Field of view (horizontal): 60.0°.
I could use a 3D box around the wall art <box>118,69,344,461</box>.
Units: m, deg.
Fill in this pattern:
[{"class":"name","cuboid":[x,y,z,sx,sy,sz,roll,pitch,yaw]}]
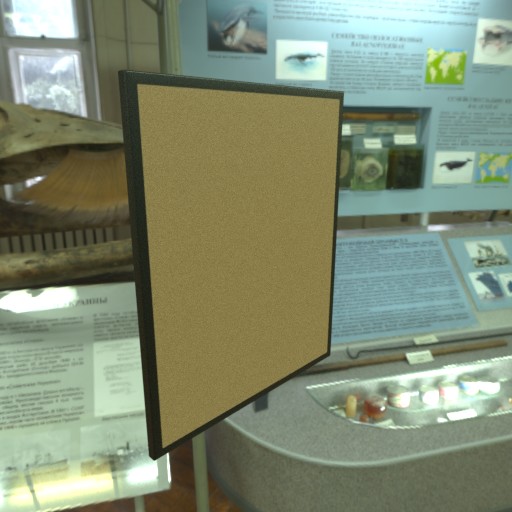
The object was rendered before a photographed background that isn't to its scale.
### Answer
[{"class":"wall art","cuboid":[0.000,0.000,0.798,0.018,0.582,0.481,15,22,42]}]
